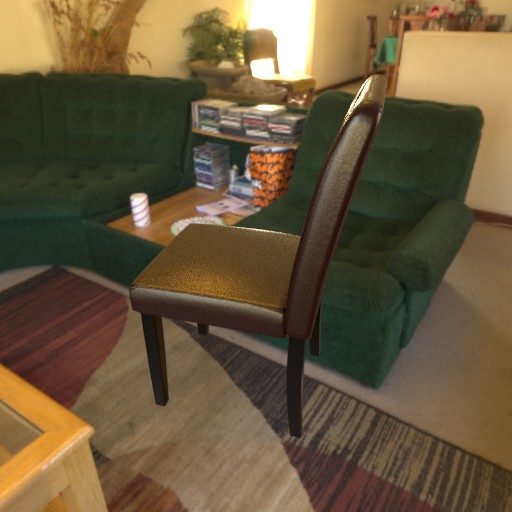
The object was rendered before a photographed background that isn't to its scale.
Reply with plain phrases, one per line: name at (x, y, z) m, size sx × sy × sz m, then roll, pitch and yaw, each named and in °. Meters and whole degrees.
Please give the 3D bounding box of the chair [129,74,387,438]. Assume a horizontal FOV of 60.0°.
chair at (0.000, 0.000, 1.191) m, size 0.556 × 0.897 × 0.399 m, roll 8°, pitch 30°, yaw 14°
